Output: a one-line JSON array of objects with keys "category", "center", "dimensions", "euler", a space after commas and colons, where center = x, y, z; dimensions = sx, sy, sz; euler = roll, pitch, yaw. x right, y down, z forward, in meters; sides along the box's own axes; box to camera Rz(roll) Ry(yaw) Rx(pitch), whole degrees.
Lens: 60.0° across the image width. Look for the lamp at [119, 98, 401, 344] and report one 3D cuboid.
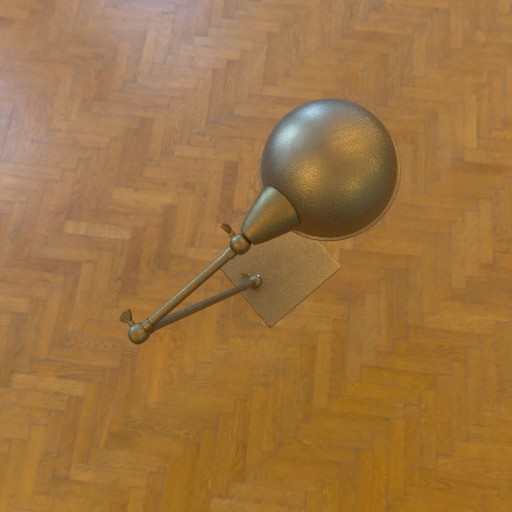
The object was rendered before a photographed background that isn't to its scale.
[{"category": "lamp", "center": [0.000, 0.000, 0.558], "dimensions": [0.339, 0.371, 0.149], "euler": [-39, 79, -9]}]
